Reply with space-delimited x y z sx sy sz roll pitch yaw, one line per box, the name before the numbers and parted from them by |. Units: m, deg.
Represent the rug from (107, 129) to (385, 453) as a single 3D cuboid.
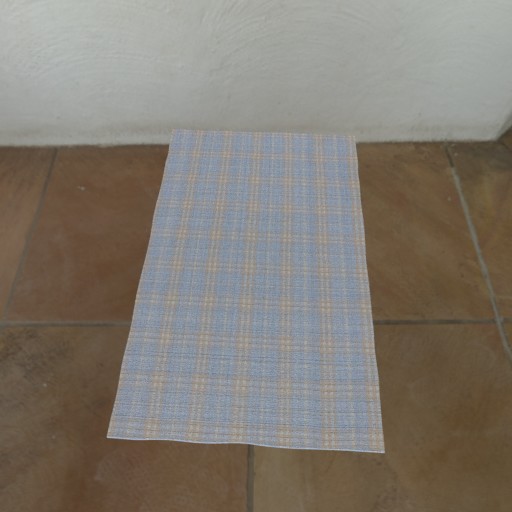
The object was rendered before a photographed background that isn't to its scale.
rug | 0.000 0.000 3.085 1.545 0.016 2.460 2 58 2
